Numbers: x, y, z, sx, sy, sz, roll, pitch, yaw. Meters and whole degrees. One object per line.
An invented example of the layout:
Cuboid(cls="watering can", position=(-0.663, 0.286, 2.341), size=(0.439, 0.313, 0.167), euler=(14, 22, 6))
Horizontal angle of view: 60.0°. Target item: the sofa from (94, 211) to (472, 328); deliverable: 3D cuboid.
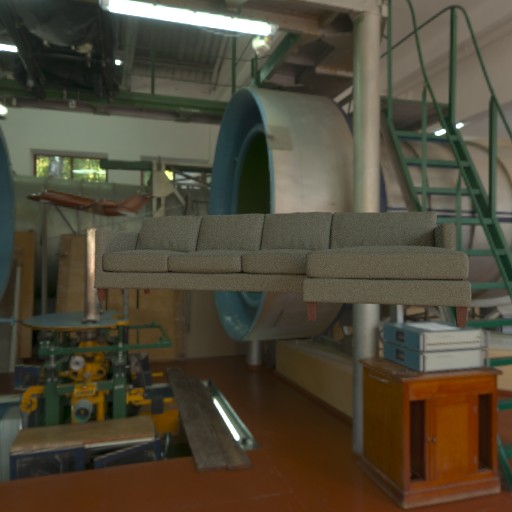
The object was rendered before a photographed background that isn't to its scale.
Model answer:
Cuboid(cls="sofa", position=(0.000, 0.000, 3.868), size=(3.186, 0.861, 1.625), euler=(0, 0, 17))
